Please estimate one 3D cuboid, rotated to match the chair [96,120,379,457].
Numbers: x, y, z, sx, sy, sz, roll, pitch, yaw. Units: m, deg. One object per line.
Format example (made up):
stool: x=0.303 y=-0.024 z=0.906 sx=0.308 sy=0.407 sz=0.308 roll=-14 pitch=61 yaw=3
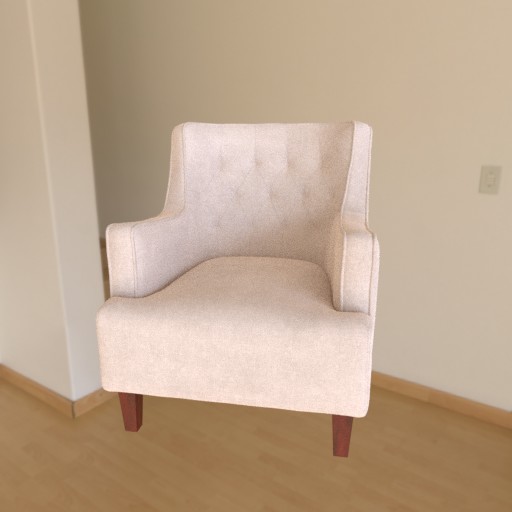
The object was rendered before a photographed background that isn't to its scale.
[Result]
chair: x=0.000 y=0.000 z=1.539 sx=0.781 sy=0.920 sz=0.910 roll=3 pitch=14 yaw=10
